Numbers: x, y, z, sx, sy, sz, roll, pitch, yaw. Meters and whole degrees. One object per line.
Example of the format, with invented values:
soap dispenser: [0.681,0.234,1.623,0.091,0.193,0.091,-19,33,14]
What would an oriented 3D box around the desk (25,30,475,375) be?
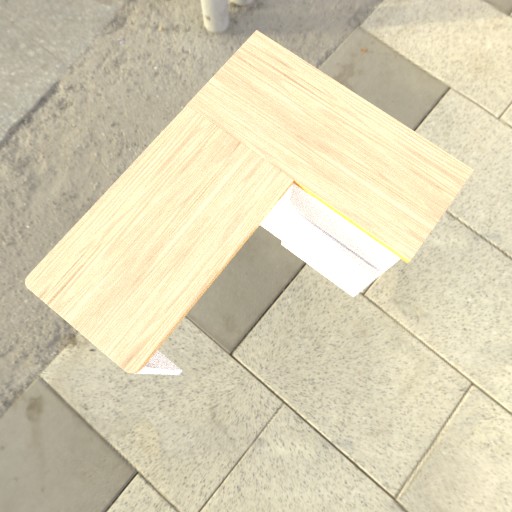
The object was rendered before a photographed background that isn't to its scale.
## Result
desk: [0.000,0.000,1.762,0.900,0.760,1.170,37,78,9]
